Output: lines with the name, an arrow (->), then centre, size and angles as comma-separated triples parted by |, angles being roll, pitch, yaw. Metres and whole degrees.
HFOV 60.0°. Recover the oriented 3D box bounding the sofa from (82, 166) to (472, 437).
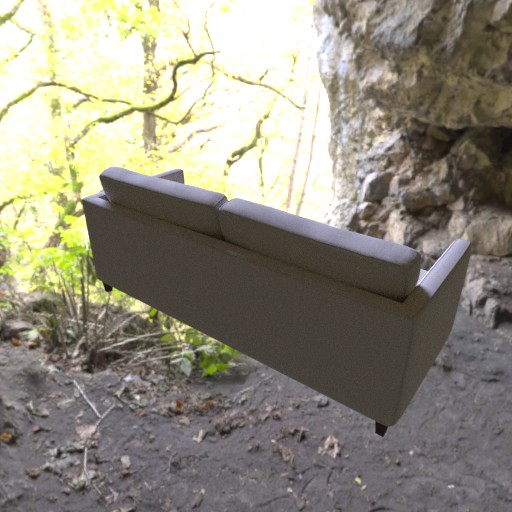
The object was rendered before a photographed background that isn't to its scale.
sofa -> 0.000, 0.000, 2.880 | 2.361, 0.962, 0.951 | 19, 33, 32
